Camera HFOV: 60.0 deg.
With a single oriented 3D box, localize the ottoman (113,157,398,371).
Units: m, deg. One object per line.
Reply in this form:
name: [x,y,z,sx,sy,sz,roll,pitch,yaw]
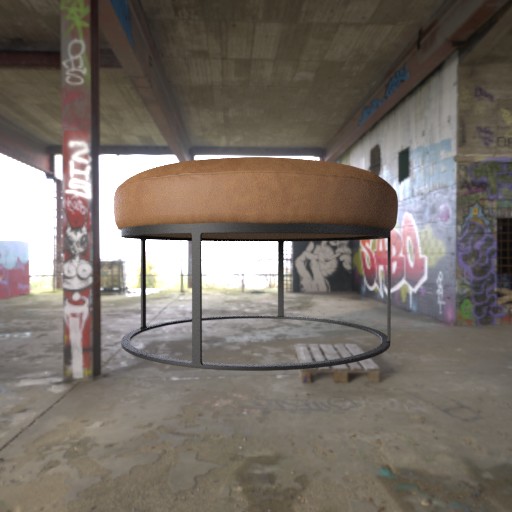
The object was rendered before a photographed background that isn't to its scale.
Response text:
ottoman: [0.000,0.000,1.263,0.771,0.460,0.771,0,0,0]
